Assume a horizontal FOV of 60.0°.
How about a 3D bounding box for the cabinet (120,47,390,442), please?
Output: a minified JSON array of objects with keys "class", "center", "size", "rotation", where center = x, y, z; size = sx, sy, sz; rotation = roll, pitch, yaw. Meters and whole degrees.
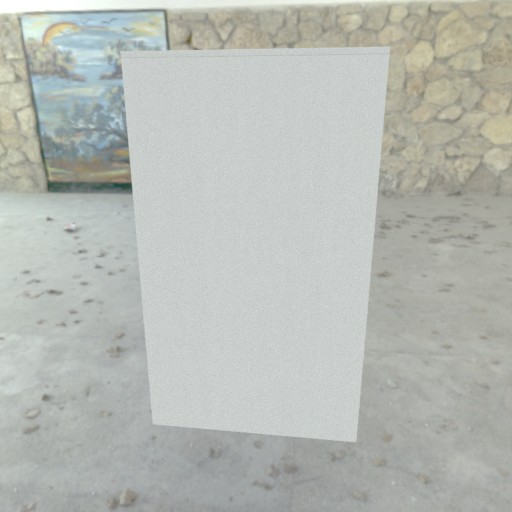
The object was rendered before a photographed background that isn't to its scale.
[{"class":"cabinet","center":[0.000,0.000,1.537],"size":[0.750,1.280,0.250],"rotation":[2,18,7]}]
